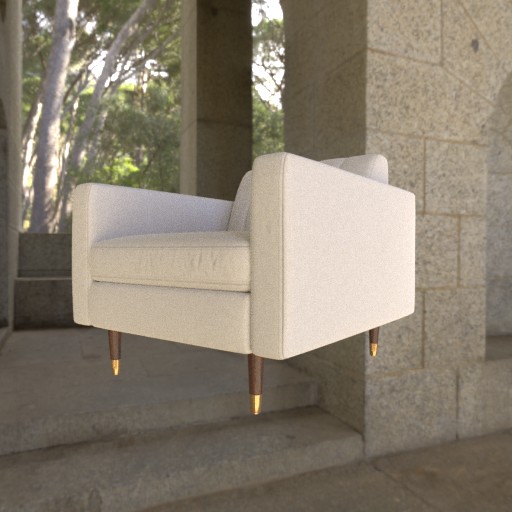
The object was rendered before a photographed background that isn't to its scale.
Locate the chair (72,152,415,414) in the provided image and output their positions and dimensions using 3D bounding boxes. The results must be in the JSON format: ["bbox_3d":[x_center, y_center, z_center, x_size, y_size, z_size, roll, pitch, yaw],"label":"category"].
[{"bbox_3d":[0.000,0.000,1.678,0.953,0.819,0.998,1,1,37],"label":"chair"}]
